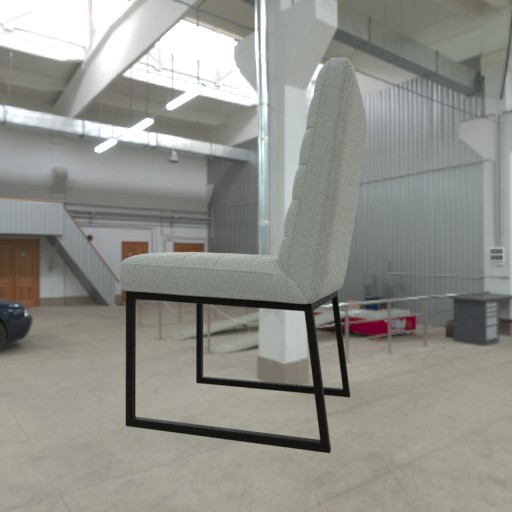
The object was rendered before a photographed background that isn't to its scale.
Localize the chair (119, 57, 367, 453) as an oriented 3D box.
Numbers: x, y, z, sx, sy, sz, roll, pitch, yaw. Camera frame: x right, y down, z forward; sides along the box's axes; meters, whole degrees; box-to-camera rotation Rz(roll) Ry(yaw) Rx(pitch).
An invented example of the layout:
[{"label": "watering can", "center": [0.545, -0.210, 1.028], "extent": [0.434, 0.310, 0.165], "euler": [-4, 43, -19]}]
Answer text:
[{"label": "chair", "center": [0.000, 0.000, 1.339], "extent": [0.634, 0.930, 0.520], "euler": [0, -1, 18]}]
